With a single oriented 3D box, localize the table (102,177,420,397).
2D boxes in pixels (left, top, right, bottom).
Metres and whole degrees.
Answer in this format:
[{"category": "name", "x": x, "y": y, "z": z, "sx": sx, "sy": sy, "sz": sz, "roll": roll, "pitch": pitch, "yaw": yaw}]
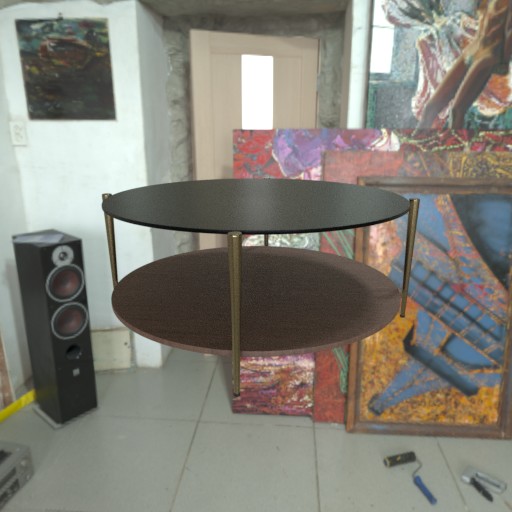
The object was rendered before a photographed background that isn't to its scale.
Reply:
[{"category": "table", "x": 0.000, "y": 0.000, "z": 1.476, "sx": 0.938, "sy": 0.400, "sz": 0.938, "roll": -8, "pitch": 18, "yaw": -24}]
